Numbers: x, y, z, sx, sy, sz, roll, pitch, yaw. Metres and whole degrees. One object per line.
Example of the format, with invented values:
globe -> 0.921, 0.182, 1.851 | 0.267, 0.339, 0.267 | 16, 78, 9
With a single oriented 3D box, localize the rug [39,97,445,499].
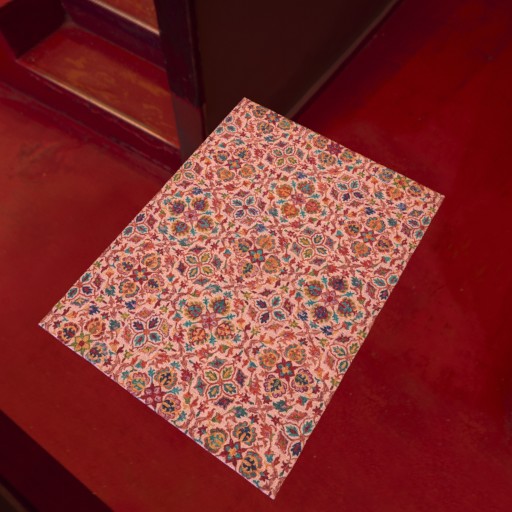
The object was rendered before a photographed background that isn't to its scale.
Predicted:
rug -> 0.000, 0.000, 4.170 | 2.446, 0.020, 3.215 | 31, 68, 14
